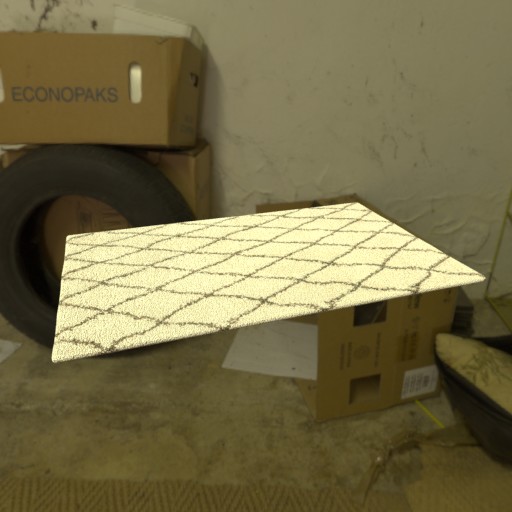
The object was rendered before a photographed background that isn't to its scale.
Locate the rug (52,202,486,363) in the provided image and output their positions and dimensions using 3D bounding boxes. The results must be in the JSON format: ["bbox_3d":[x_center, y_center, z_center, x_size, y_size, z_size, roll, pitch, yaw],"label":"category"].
[{"bbox_3d":[0.000,0.000,2.979,2.438,0.030,1.524,-8,26,-17],"label":"rug"}]
